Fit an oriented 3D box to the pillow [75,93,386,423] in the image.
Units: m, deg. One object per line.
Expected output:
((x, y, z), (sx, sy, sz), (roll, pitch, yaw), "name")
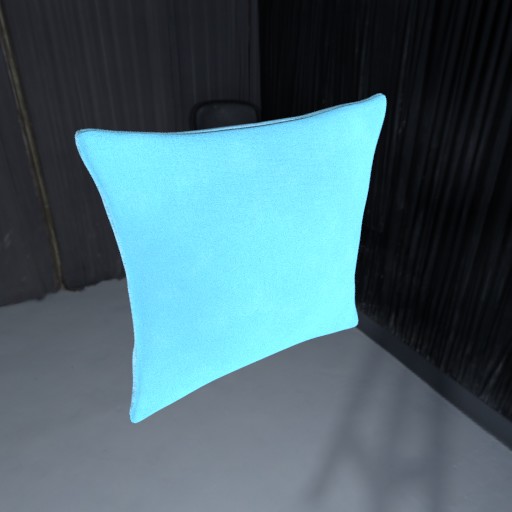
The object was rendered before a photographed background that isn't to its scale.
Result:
((0.000, 0.000, 0.640), (0.433, 0.415, 0.151), (-17, 33, -27), "pillow")
